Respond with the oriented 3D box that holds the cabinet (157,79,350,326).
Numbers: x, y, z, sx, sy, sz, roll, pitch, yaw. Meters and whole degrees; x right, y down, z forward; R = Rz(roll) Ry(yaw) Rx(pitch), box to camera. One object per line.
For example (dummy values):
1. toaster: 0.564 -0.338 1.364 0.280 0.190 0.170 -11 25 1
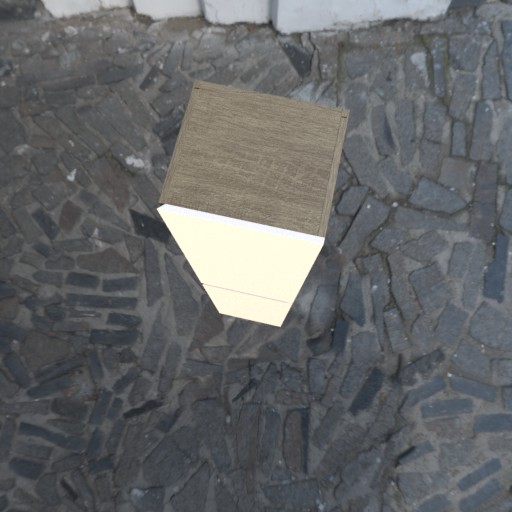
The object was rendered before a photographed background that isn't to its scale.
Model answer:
1. cabinet: 0.000 0.000 1.483 0.300 1.400 0.270 12 76 3
